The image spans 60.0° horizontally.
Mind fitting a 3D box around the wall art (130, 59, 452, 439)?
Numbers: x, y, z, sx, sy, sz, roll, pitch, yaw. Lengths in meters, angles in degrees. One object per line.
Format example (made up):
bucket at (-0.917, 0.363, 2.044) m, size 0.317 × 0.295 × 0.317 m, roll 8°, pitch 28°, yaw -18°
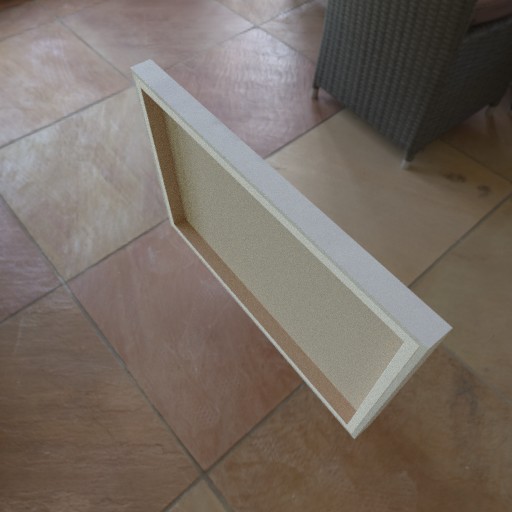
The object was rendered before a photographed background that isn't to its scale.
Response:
wall art at (0.000, 0.000, 0.753) m, size 0.038 × 0.407 × 0.609 m, roll -33°, pitch 62°, yaw -20°
